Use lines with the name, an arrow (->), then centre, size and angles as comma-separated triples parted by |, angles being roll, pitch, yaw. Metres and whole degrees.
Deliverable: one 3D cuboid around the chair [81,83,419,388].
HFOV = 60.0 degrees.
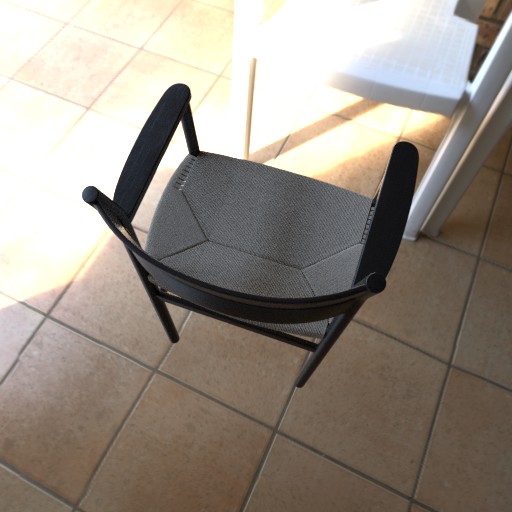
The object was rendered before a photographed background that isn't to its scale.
chair -> 0.000, 0.000, 1.186 | 0.630, 0.775, 0.508 | 17, 65, 8
